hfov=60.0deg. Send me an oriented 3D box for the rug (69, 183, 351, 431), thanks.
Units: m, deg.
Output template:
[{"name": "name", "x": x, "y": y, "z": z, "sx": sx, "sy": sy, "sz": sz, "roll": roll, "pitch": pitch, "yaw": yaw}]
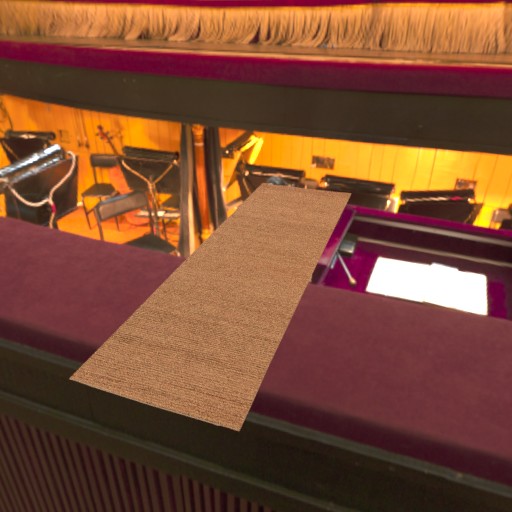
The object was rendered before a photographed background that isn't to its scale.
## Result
[{"name": "rug", "x": 0.000, "y": 0.000, "z": 2.646, "sx": 0.741, "sy": 0.014, "sz": 2.390, "roll": 10, "pitch": 31, "yaw": 17}]
